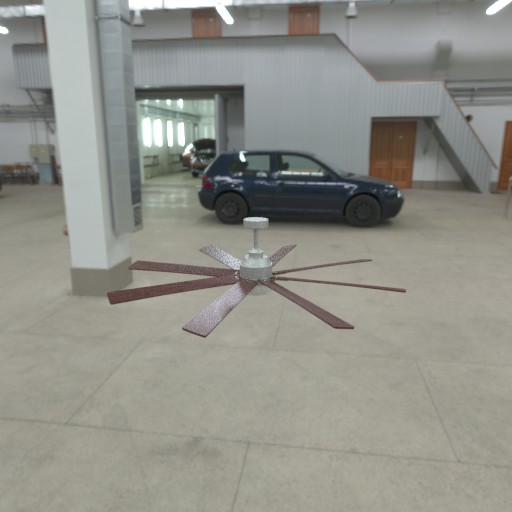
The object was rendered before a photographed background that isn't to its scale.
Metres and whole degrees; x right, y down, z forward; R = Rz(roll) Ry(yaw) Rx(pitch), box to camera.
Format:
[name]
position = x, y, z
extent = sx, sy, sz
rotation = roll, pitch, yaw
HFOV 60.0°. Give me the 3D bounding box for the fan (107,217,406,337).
[fan]
position = 0.000, 0.000, 2.815
extent = 1.830, 0.472, 1.830
rotation = -7, 16, -26
